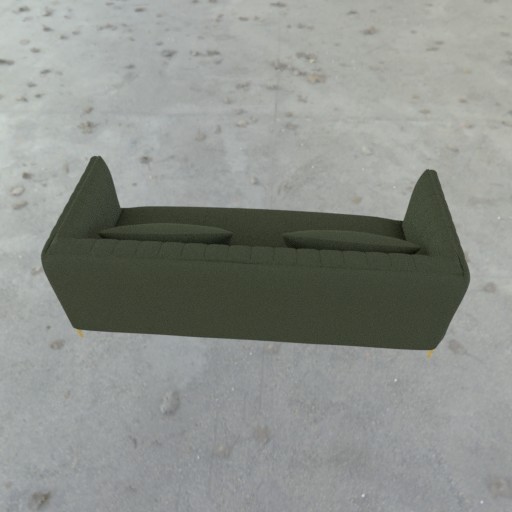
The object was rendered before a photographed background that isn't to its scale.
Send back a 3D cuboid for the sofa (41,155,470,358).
[{"bbox_3d":[0.000,0.000,2.632,2.137,0.793,0.896,3,47,3],"label":"sofa"}]
